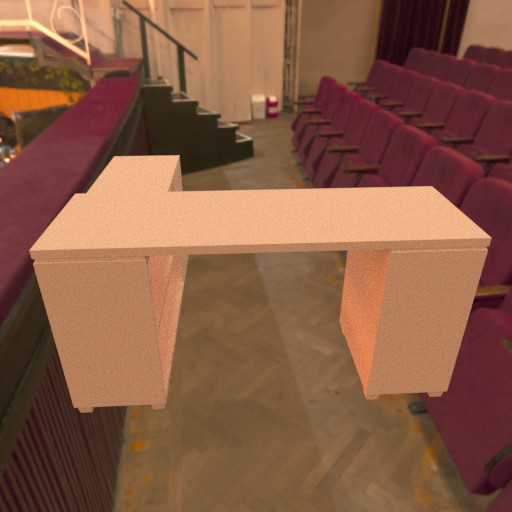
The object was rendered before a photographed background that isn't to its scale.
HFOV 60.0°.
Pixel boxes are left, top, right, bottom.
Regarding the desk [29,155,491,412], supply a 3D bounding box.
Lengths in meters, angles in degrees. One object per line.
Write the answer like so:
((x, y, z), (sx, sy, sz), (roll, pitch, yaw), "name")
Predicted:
((0.000, 0.000, 2.165), (1.524, 0.759, 1.199), (-2, 29, -3), "desk")
